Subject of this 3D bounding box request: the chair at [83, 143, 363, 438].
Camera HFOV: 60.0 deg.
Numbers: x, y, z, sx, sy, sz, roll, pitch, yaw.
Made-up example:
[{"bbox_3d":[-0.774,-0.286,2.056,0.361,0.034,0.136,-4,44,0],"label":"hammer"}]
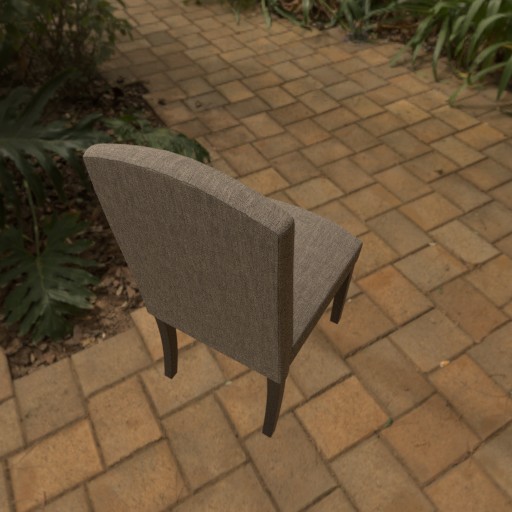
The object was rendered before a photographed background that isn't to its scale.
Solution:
[{"bbox_3d":[0.000,0.000,1.240,0.451,0.917,0.580,23,50,21],"label":"chair"}]
